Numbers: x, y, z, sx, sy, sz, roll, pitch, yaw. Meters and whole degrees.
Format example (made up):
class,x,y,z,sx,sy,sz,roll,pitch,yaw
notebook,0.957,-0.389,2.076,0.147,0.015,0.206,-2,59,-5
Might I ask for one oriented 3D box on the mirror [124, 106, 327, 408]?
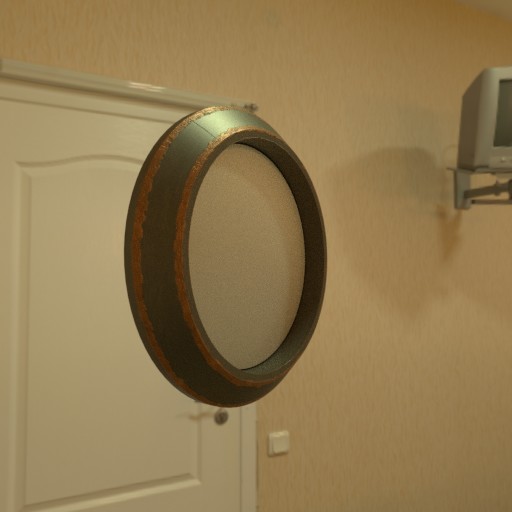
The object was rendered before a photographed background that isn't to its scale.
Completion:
class,x,y,z,sx,sy,sz,roll,pitch,yaw
mirror,0.000,0.000,1.369,0.111,0.907,0.907,-2,-3,36
